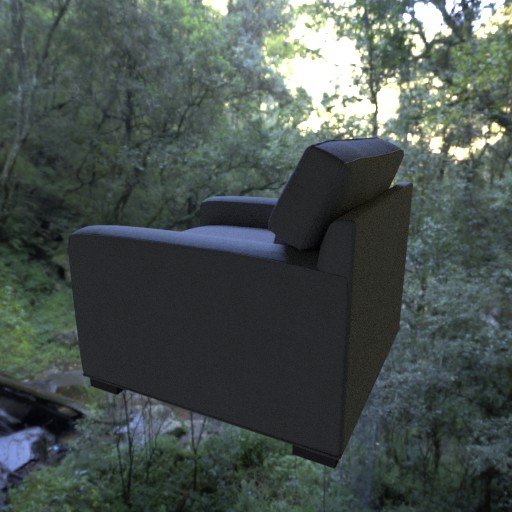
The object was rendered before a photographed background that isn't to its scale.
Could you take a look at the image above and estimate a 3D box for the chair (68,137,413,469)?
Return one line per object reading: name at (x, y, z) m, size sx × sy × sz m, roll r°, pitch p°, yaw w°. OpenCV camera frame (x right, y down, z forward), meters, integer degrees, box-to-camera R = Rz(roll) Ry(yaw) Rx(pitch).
chair at (0.000, 0.000, 1.807) m, size 1.044 × 0.934 × 0.999 m, roll 8°, pitch 18°, yaw 26°
